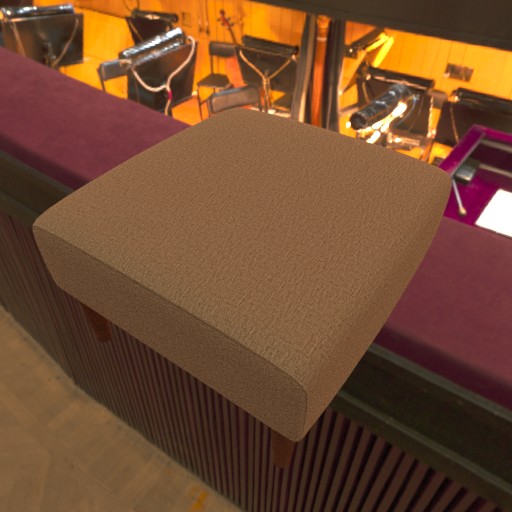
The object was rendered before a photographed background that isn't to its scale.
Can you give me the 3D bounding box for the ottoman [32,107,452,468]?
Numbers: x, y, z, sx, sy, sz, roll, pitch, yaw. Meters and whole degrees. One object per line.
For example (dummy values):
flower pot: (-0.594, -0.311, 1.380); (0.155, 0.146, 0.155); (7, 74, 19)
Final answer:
ottoman: (0.000, 0.000, 1.011); (0.649, 0.398, 0.650); (25, 48, 26)
